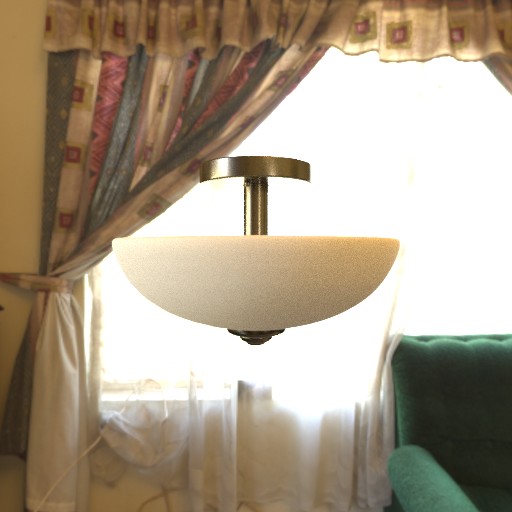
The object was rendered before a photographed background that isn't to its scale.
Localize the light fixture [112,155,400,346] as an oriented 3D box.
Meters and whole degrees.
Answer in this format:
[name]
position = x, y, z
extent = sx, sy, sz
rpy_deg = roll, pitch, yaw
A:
[light fixture]
position = 0.000, 0.000, 0.534
extent = 0.330, 0.214, 0.330
rpy_deg = 0, 1, 0
